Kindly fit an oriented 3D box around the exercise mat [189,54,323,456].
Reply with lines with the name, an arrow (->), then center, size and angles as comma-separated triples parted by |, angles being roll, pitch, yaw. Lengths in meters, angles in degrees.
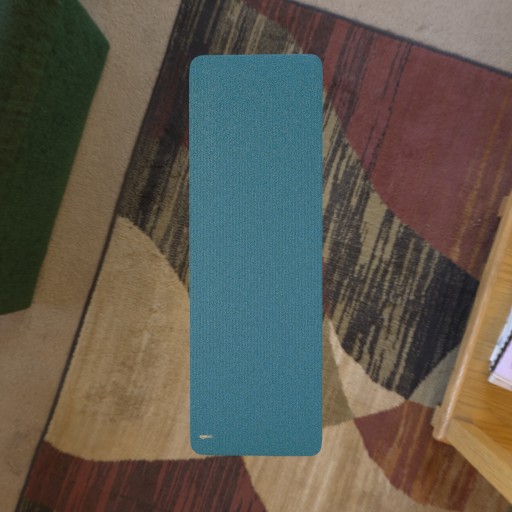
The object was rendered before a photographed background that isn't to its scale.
exercise mat -> 0.000, 0.000, 2.063 | 0.616, 0.021, 1.869 | 0, 90, 0
